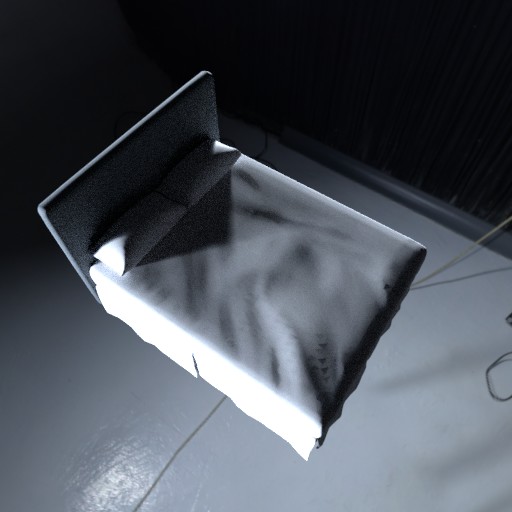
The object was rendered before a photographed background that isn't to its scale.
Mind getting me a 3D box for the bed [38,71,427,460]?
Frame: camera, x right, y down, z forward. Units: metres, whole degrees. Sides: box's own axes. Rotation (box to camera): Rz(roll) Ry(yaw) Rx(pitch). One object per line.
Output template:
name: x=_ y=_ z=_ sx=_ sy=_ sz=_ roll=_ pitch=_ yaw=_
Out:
bed: x=0.000 y=0.000 z=3.241 sx=2.142 sy=1.330 sz=1.713 roll=30 pitch=62 yaw=18
